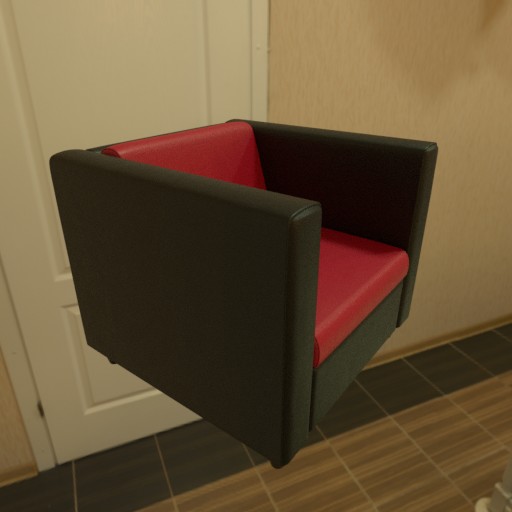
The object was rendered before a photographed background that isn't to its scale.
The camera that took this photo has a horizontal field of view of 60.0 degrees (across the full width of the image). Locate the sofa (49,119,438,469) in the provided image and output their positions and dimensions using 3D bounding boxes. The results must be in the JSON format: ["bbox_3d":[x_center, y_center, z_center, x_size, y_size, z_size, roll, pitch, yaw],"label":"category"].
[{"bbox_3d":[0.000,0.000,1.428,0.809,0.724,0.839,18,31,33],"label":"sofa"}]
